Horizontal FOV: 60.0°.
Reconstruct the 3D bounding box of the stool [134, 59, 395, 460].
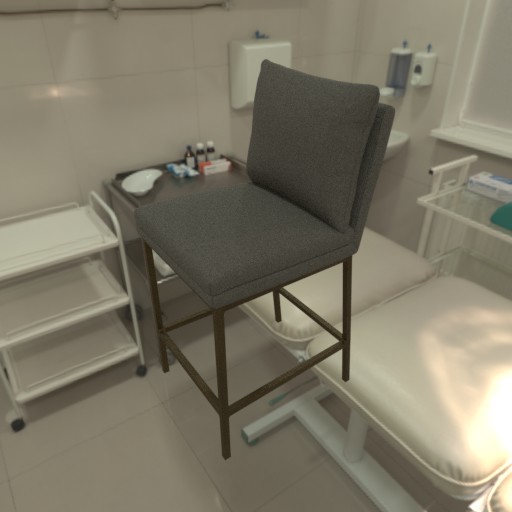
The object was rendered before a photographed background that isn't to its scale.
[{"bbox_3d":[0.000,0.000,1.347,0.569,1.030,0.463,-20,37,-29],"label":"stool"}]
